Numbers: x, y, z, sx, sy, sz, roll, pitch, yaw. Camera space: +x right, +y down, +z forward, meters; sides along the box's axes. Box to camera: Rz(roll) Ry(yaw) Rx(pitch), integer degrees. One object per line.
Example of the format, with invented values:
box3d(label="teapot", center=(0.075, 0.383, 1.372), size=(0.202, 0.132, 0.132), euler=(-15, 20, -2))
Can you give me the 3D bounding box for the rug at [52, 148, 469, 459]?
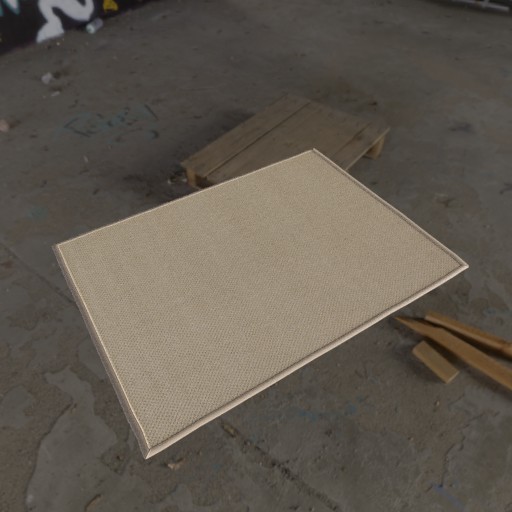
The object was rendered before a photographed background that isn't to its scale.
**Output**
box3d(label="rug", center=(0.000, 0.000, 2.707), size=(2.081, 0.020, 1.525), euler=(-25, 51, -22))
